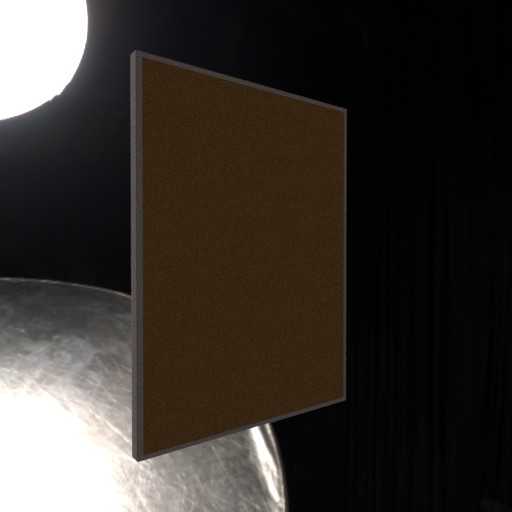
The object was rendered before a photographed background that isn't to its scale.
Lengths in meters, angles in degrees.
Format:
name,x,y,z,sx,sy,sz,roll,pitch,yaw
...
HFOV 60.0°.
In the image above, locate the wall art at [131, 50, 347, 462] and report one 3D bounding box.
name,x,y,z,sx,sy,sz,roll,pitch,yaw
wall art,0.000,0.000,1.601,0.914,1.221,0.046,-1,1,-37
